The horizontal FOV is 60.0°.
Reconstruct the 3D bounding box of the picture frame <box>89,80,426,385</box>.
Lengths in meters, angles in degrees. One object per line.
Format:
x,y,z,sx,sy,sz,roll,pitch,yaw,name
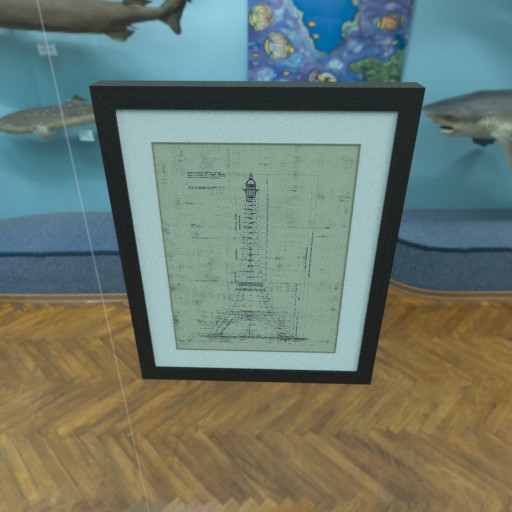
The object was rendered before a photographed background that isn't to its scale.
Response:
0.000,0.000,0.756,0.452,0.555,0.044,1,31,2,picture frame
